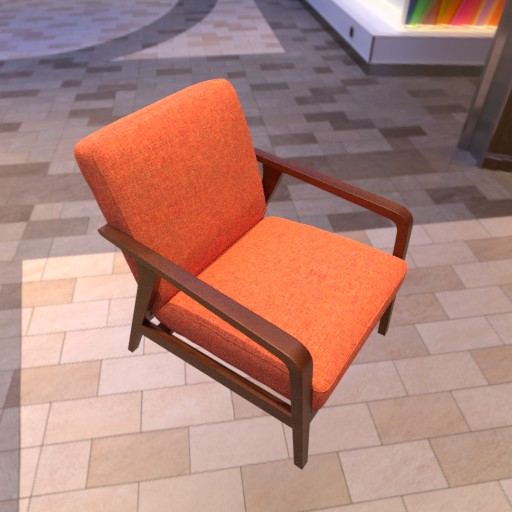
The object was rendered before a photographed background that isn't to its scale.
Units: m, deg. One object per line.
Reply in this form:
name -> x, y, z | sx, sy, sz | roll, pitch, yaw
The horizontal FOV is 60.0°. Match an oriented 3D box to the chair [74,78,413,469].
chair -> 0.000, 0.000, 1.476 | 0.860, 0.890, 0.719 | 25, 48, 25
